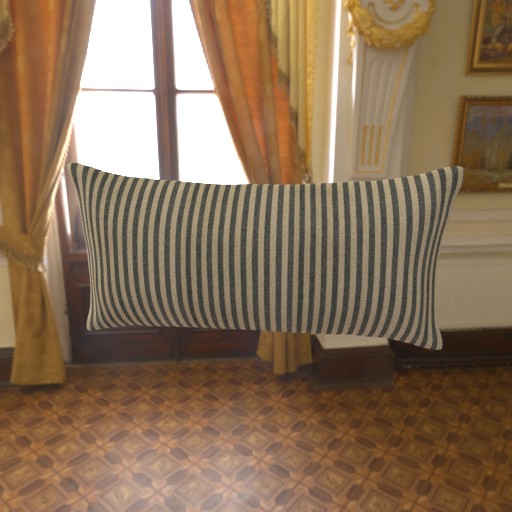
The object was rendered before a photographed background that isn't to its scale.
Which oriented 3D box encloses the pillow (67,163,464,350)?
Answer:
[{"bbox_3d":[0.000,0.000,0.724,0.617,0.295,0.151,2,15,7],"label":"pillow"}]
